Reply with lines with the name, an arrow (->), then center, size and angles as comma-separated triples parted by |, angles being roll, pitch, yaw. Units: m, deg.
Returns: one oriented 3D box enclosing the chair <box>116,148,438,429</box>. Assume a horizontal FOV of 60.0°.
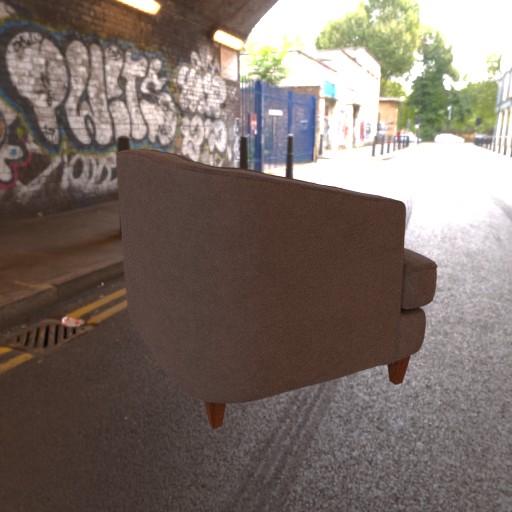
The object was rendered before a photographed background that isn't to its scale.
chair -> 0.000, 0.000, 1.805 | 0.941, 0.852, 1.104 | -8, 17, -27
